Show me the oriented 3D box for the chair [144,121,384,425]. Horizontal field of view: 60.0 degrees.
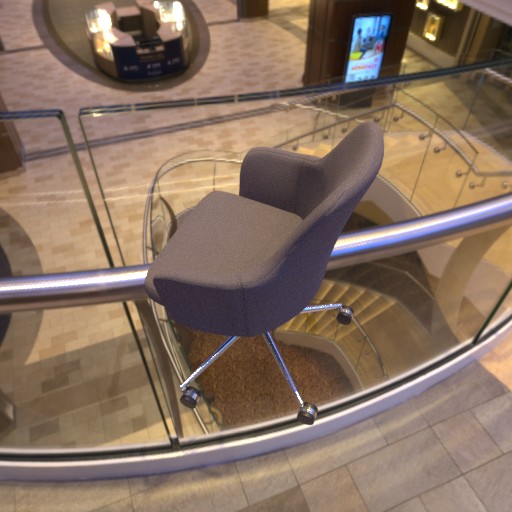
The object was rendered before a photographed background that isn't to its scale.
[{"bbox_3d":[0.000,0.000,1.281,0.600,0.820,0.655,16,48,15],"label":"chair"}]
